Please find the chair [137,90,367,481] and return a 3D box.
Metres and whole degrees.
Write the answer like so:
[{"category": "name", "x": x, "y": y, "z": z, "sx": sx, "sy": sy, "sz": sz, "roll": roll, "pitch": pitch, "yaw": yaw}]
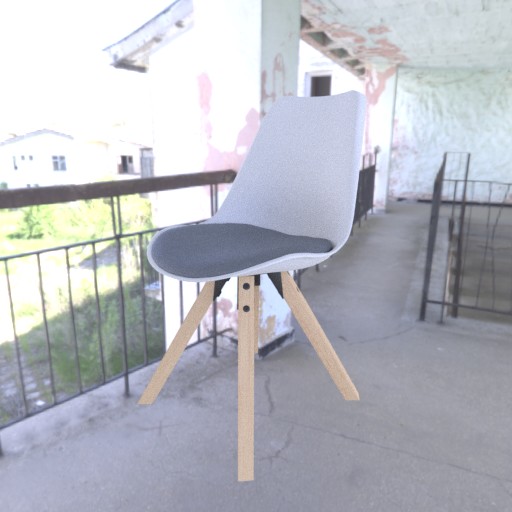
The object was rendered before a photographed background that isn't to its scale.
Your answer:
[{"category": "chair", "x": 0.000, "y": 0.000, "z": 1.180, "sx": 0.485, "sy": 0.850, "sz": 0.550, "roll": 14, "pitch": 21, "yaw": 43}]
